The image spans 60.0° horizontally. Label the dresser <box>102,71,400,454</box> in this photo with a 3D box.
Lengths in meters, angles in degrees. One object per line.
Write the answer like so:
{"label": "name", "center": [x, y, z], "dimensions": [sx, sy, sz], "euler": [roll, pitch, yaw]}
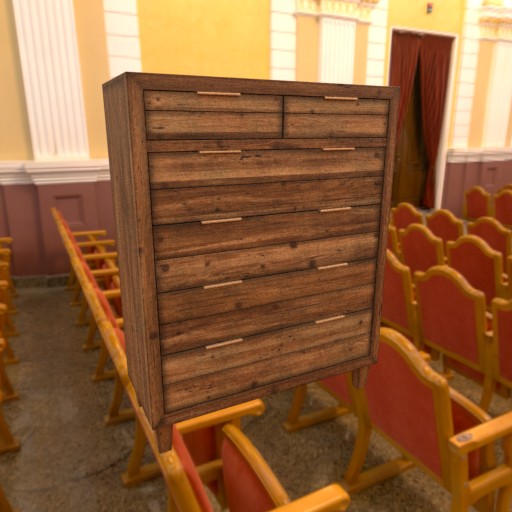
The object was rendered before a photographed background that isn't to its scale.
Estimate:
{"label": "dresser", "center": [0.000, 0.000, 1.886], "dimensions": [1.067, 1.359, 0.438], "euler": [-8, 18, -26]}
